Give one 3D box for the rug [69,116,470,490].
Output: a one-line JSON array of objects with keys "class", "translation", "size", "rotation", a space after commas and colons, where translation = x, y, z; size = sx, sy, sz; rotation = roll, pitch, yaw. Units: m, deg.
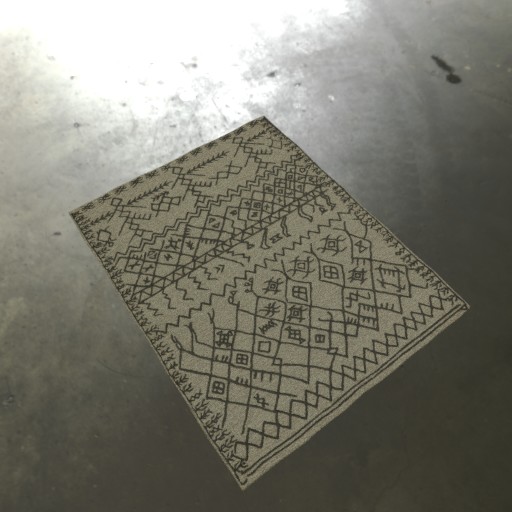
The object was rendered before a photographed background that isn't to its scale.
[{"class": "rug", "translation": [0.000, 0.000, 3.317], "size": [1.964, 0.025, 2.455], "rotation": [-32, 63, -18]}]
